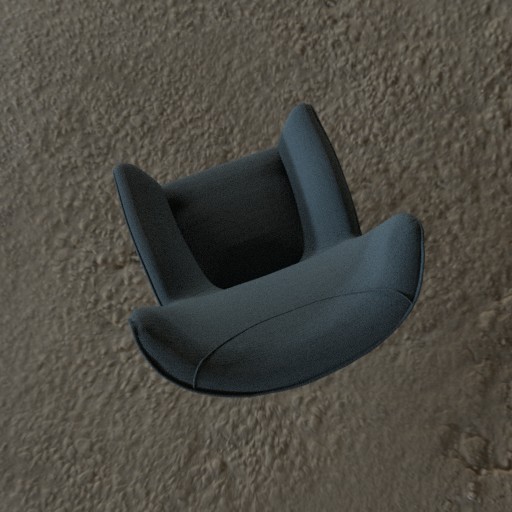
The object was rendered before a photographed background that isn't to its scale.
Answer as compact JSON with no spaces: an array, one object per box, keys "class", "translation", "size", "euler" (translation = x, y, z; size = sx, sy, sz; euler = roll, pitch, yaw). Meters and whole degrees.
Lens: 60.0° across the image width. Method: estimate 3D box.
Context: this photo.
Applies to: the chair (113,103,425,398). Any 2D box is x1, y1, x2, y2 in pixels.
[{"class":"chair","translation":[0.000,0.000,1.582],"size":[0.781,0.933,0.888],"euler":[-20,77,-5]}]
